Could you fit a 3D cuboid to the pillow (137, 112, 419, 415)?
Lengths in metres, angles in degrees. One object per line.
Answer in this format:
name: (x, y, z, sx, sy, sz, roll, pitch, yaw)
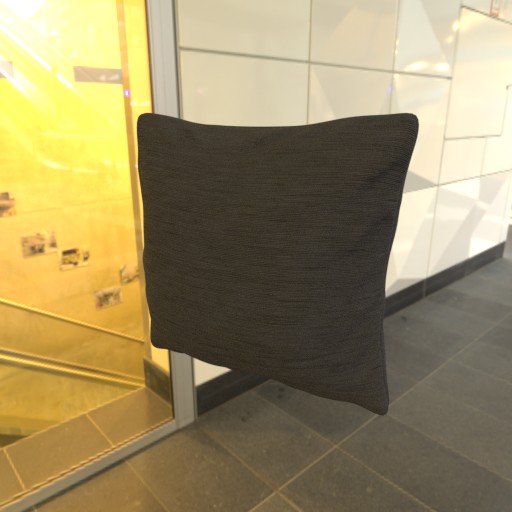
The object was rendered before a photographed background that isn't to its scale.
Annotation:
pillow: (0.000, 0.000, 0.671, 0.432, 0.414, 0.246, 9, 20, 27)
